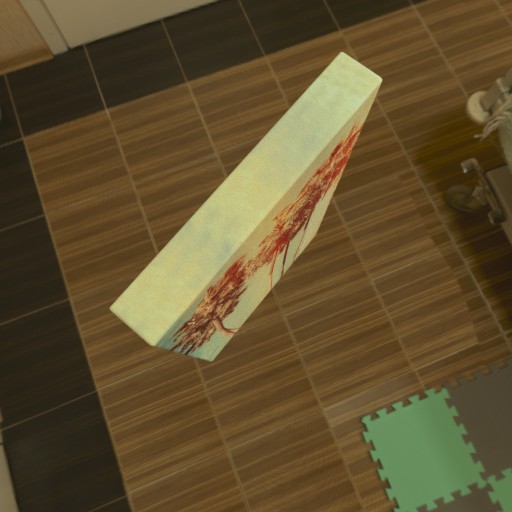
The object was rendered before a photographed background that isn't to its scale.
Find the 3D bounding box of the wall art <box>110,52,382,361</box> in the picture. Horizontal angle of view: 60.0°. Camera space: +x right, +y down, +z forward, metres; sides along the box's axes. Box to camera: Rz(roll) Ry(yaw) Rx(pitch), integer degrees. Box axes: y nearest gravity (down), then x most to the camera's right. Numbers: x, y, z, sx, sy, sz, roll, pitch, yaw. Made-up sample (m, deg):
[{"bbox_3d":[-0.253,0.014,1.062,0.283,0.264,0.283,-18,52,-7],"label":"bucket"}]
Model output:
[{"bbox_3d":[0.000,0.000,0.488,0.039,0.380,0.251,38,78,9],"label":"wall art"}]
